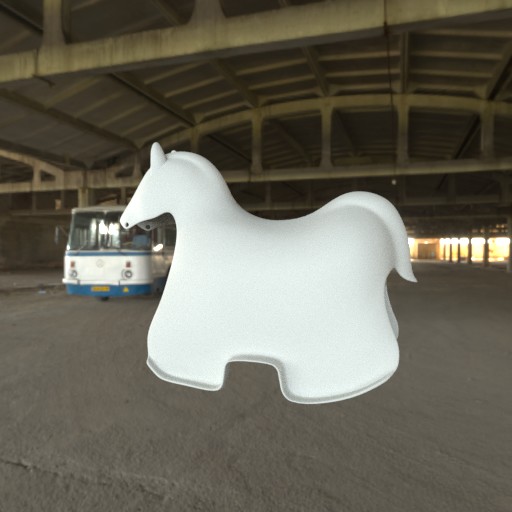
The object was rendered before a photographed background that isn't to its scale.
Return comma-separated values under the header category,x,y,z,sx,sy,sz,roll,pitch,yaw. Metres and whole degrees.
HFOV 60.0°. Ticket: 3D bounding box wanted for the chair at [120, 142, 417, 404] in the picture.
category,x,y,z,sx,sy,sz,roll,pitch,yaw
chair,0.000,0.000,1.168,0.800,0.612,0.429,0,1,18
